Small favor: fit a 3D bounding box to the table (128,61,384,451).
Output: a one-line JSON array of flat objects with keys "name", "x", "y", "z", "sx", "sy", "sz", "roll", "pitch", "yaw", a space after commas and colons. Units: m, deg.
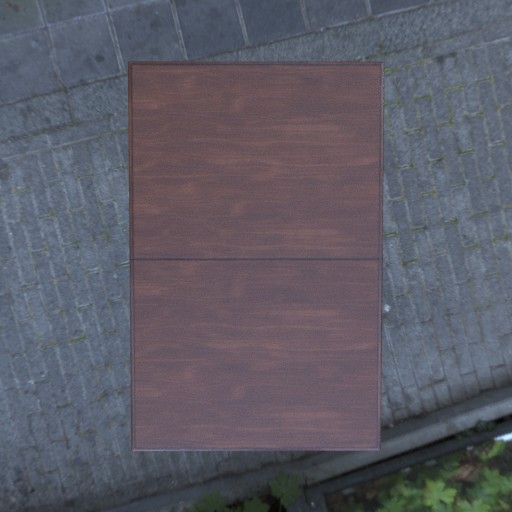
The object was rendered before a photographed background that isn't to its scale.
[{"name": "table", "x": 0.000, "y": 0.000, "z": 2.105, "sx": 0.990, "sy": 0.761, "sz": 1.524, "roll": 0, "pitch": 92, "yaw": 0}]
